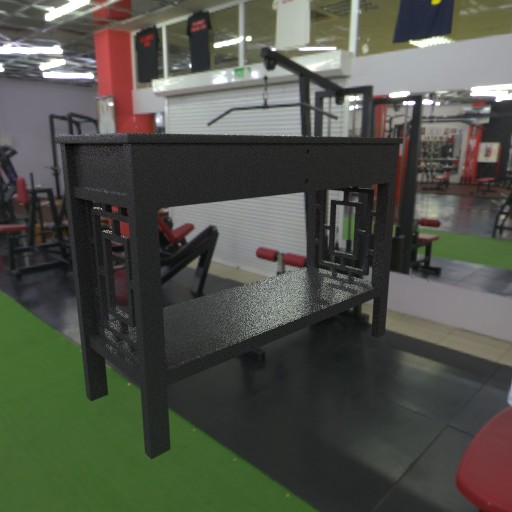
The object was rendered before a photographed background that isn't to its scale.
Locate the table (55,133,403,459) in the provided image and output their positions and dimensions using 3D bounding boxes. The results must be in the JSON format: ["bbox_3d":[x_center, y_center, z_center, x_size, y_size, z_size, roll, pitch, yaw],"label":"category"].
[{"bbox_3d":[0.000,0.000,1.451,1.068,0.753,0.397,-13,19,-42],"label":"table"}]
